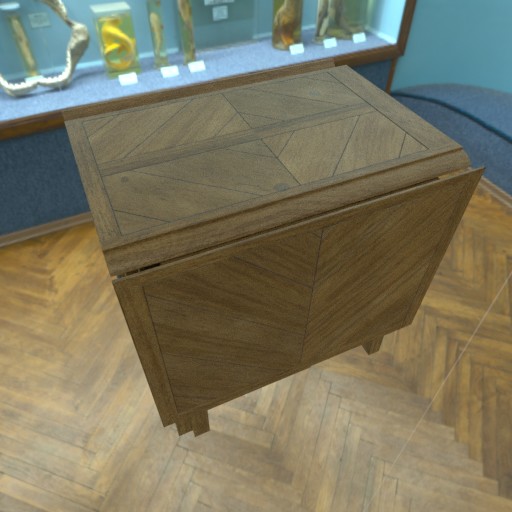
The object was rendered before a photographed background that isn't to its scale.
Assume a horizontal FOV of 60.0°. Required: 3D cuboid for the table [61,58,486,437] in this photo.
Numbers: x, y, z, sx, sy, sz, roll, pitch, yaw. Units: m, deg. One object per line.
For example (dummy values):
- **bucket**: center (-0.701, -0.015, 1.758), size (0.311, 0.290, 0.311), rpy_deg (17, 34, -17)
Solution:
- **table**: center (0.000, 0.000, 1.236), size (0.746, 0.763, 0.591), rpy_deg (-18, 48, -17)
